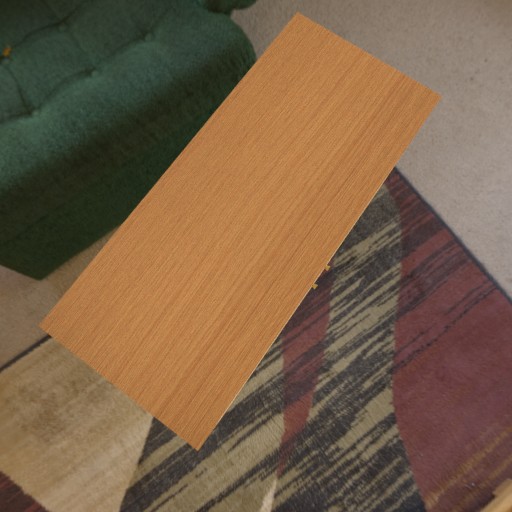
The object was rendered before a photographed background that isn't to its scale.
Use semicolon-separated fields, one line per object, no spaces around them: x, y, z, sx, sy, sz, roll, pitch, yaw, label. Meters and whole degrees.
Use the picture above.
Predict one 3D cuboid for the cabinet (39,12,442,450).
0.000;0.000;1.578;0.470;1.016;1.057;35;78;8;cabinet
